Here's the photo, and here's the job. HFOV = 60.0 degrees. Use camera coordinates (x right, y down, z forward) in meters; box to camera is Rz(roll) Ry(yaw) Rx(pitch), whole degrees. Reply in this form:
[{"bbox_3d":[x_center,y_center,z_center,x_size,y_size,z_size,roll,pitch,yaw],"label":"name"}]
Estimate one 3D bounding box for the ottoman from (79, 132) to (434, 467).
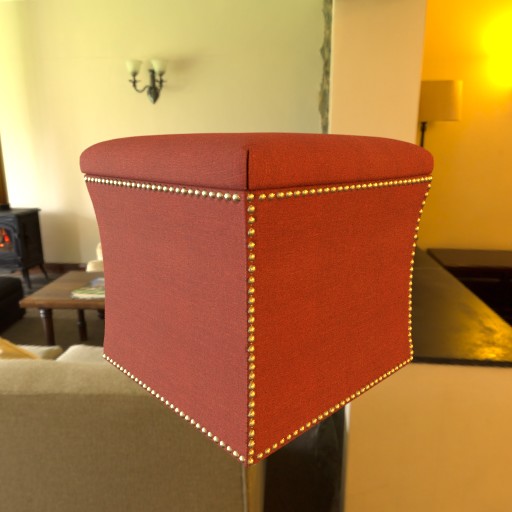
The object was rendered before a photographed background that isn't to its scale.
[{"bbox_3d":[0.000,0.000,0.889,0.507,0.475,0.497,-13,19,-42],"label":"ottoman"}]
